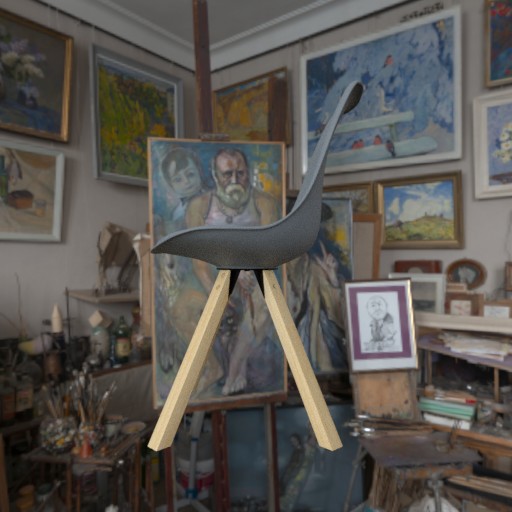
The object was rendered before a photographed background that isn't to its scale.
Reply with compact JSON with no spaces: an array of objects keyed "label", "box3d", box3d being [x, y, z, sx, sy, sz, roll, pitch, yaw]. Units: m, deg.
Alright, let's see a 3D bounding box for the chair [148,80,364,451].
[{"label":"chair","box3d":[0.000,0.000,1.185,0.549,0.850,0.485,0,0,0]}]
